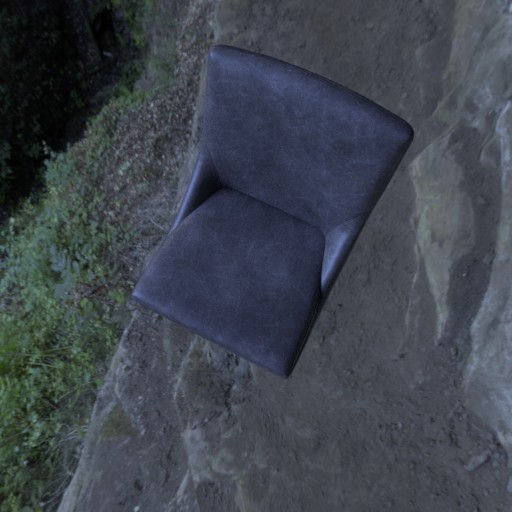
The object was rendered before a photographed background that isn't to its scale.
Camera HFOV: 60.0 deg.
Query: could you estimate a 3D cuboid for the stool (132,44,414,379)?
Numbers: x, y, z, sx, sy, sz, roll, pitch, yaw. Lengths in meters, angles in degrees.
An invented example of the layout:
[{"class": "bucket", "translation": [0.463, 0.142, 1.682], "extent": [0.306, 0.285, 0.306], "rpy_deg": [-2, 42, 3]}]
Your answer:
[{"class": "stool", "translation": [0.000, 0.000, 1.363], "extent": [0.492, 1.046, 0.587], "rpy_deg": [26, 76, 7]}]
